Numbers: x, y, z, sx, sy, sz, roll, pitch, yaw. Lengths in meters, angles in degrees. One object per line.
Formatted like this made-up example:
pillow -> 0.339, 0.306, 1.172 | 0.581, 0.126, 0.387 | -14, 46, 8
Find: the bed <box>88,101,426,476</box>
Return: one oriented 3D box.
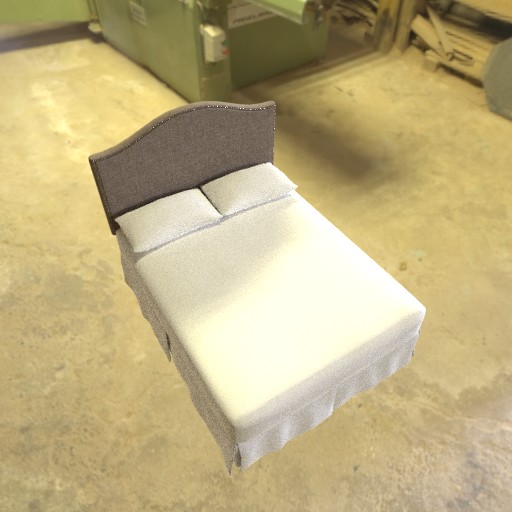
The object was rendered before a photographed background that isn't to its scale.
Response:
bed -> 0.000, 0.000, 3.343 | 1.713, 1.518, 2.153 | -24, 51, -22
